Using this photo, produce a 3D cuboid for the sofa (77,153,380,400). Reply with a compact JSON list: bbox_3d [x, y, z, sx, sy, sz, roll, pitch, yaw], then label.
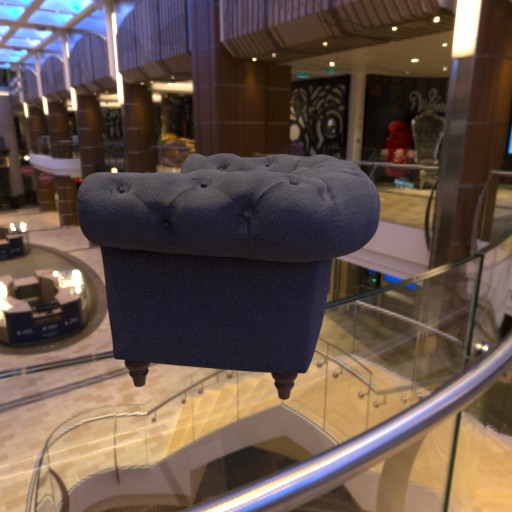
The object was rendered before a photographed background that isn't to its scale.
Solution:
[{"bbox_3d":[0.000,0.000,2.040,1.032,0.878,1.405,2,16,8],"label":"sofa"}]
